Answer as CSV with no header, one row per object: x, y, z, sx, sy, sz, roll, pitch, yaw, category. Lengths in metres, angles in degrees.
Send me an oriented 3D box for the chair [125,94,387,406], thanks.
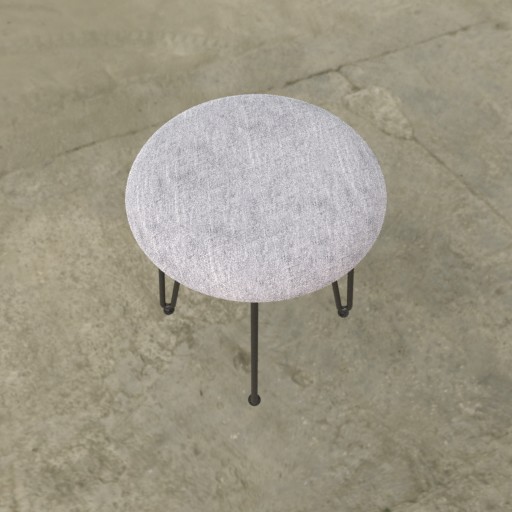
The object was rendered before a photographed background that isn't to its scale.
0.000,0.000,0.665,0.350,0.386,0.350,1,58,1,chair
